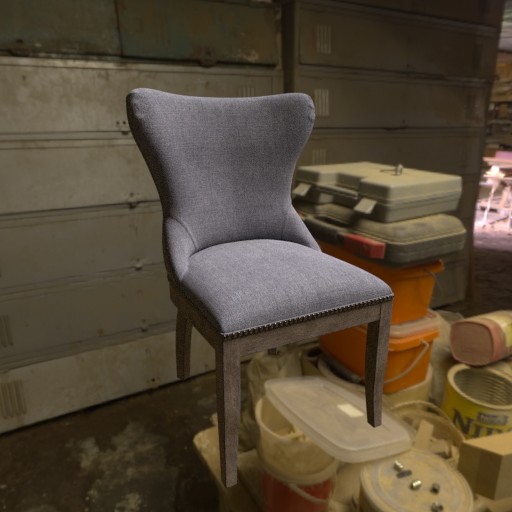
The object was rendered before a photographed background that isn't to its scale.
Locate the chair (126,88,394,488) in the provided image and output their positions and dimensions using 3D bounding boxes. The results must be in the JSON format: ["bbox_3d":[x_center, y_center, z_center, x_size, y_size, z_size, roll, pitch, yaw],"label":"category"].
[{"bbox_3d":[0.000,0.000,1.403,0.654,1.002,0.681,-9,19,-27],"label":"chair"}]
